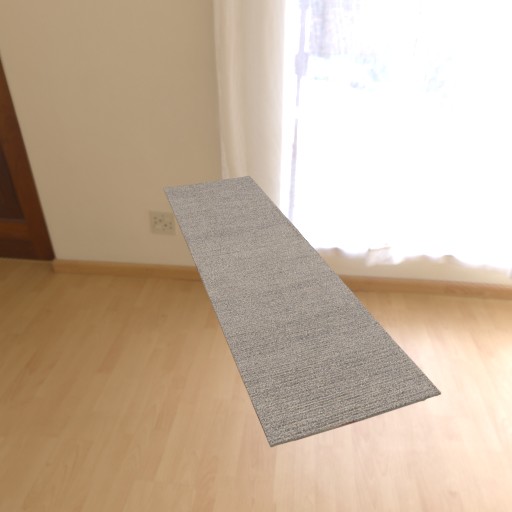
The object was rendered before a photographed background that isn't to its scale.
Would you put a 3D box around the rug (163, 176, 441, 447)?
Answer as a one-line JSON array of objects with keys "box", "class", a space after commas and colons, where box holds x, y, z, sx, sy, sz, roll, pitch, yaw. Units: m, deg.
[{"box": [0.000, 0.000, 2.503, 0.692, 0.032, 2.320, -10, 33, -16], "class": "rug"}]
